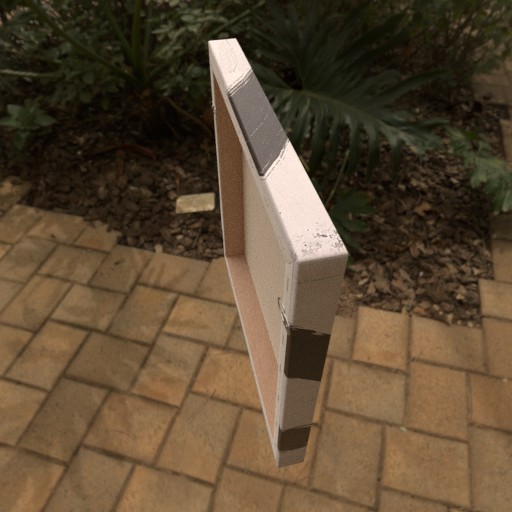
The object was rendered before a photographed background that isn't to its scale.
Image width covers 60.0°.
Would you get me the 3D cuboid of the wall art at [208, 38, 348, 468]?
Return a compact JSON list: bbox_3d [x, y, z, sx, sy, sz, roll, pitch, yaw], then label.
[{"bbox_3d":[0.000,0.000,0.734,0.050,0.508,0.507,-9,47,-9],"label":"wall art"}]
